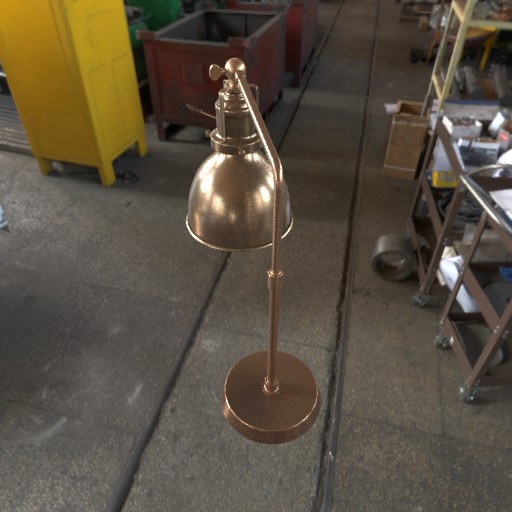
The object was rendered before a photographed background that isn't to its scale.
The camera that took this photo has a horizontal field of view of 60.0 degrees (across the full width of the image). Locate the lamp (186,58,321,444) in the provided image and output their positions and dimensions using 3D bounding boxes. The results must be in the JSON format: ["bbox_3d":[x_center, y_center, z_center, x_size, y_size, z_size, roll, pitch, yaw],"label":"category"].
[{"bbox_3d":[0.000,0.000,0.581,0.153,0.456,0.286,-13,42,-15],"label":"lamp"}]
